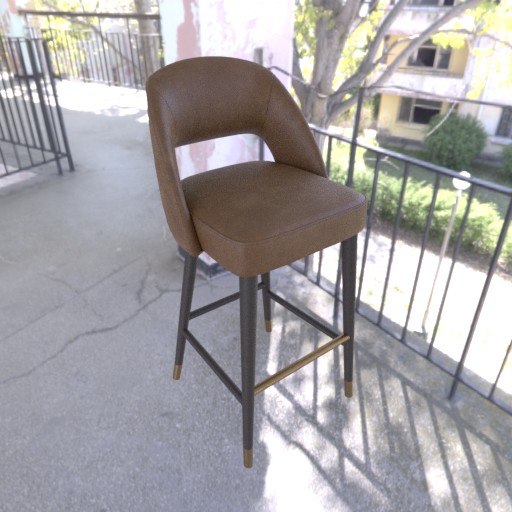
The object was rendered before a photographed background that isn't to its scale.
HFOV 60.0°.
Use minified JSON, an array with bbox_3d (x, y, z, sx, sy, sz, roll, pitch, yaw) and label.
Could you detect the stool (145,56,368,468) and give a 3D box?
[{"bbox_3d":[0.000,0.000,1.307,0.494,1.037,0.509,-21,37,-32],"label":"stool"}]
